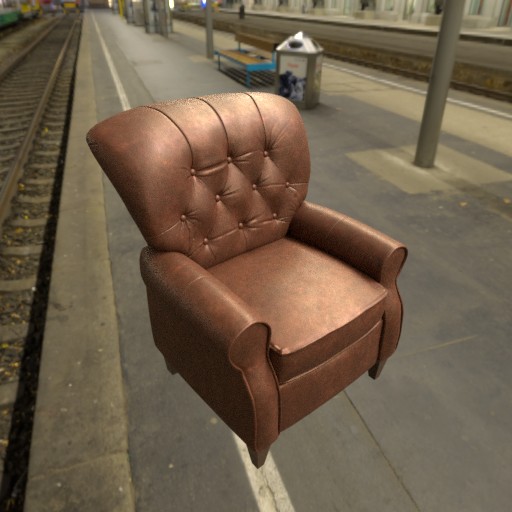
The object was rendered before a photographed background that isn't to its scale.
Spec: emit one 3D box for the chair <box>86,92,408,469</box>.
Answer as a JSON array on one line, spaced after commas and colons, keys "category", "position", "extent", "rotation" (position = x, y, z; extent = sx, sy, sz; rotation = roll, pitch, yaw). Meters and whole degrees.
[{"category": "chair", "position": [0.000, 0.000, 1.862], "extent": [0.979, 1.162, 1.031], "rotation": [-23, 37, -33]}]
